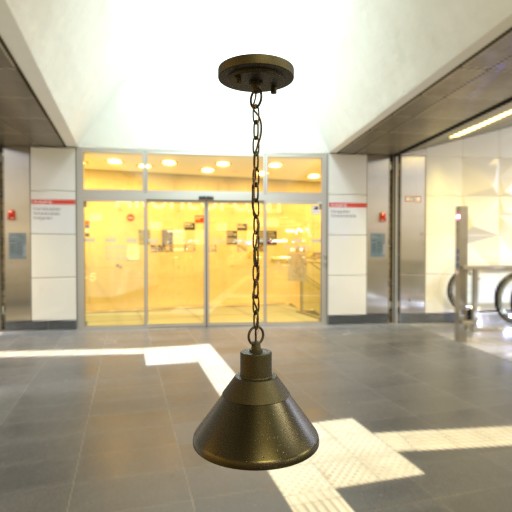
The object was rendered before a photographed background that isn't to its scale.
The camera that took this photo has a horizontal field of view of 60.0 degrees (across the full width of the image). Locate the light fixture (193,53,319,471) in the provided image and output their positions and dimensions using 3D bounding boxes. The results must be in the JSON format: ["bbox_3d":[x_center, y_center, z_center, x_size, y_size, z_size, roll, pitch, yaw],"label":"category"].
[{"bbox_3d":[0.000,0.000,0.706,0.201,0.588,0.201,-1,1,-36],"label":"light fixture"}]
